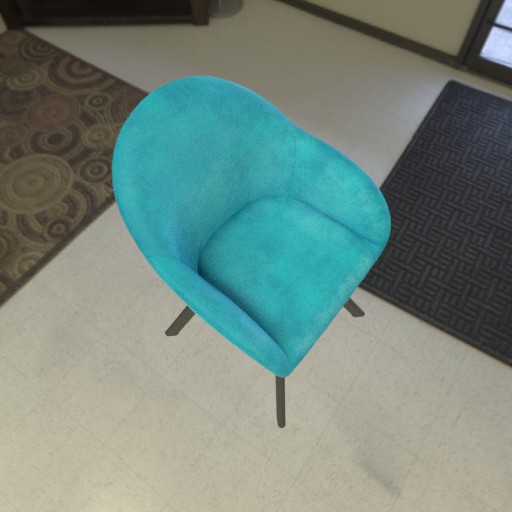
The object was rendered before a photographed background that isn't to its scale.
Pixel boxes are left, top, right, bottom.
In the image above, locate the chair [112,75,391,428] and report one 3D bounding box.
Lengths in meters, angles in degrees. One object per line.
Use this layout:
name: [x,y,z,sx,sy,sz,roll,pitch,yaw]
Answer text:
chair: [0.000,0.000,1.204,0.590,0.795,0.550,34,64,19]
